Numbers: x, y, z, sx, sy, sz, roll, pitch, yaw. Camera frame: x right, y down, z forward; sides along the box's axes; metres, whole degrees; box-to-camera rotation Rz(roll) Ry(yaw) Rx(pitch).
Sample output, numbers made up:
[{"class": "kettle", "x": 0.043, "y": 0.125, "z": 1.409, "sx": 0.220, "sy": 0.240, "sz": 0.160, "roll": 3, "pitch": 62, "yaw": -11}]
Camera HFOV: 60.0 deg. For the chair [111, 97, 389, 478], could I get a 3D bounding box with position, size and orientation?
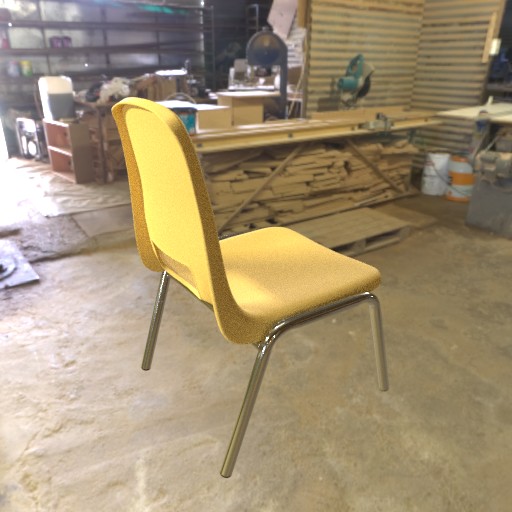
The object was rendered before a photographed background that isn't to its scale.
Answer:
[{"class": "chair", "x": 0.000, "y": 0.000, "z": 0.773, "sx": 0.385, "sy": 0.536, "sz": 0.354, "roll": -16, "pitch": 29, "yaw": -32}]
